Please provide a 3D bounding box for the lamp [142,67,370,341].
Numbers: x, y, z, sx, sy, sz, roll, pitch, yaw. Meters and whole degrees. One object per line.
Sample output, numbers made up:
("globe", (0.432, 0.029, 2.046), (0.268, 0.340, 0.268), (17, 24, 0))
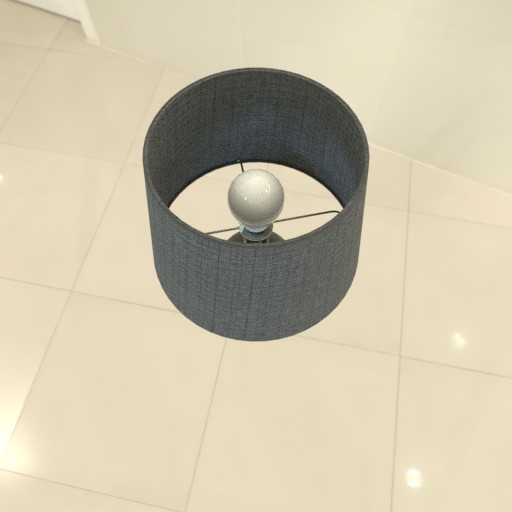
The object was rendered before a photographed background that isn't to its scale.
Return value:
("lamp", (0.000, 0.000, 0.580), (0.251, 0.429, 0.251), (0, 64, 0))
